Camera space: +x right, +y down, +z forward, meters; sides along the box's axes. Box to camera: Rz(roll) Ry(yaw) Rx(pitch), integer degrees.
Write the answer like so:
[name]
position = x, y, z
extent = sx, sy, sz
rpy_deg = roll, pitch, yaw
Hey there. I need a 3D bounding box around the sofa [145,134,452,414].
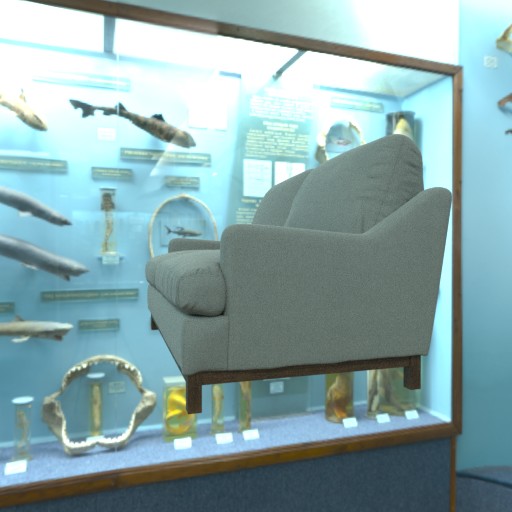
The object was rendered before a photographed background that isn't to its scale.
[sofa]
position = 0.000, 0.000, 2.162
extent = 0.987, 0.921, 1.589
rpy_deg = 0, 1, -17
